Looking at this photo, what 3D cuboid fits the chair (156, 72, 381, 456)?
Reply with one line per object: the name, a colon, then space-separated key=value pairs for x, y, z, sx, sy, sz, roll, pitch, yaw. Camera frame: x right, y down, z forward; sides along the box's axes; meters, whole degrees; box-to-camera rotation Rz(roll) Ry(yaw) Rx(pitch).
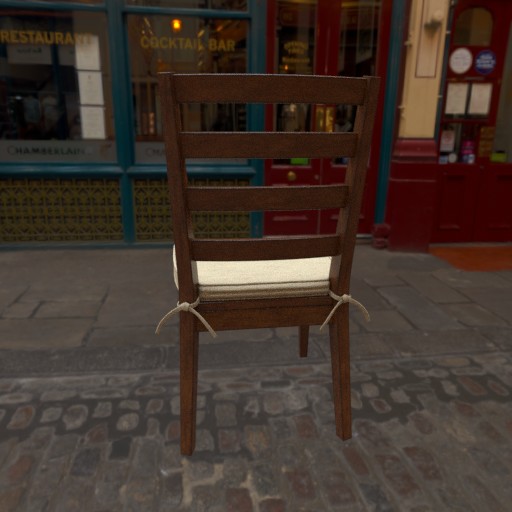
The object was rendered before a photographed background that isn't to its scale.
chair: x=0.000 y=0.000 z=1.366 sx=0.593 sy=0.979 sz=0.595 roll=-2 pitch=15 yaw=-8
